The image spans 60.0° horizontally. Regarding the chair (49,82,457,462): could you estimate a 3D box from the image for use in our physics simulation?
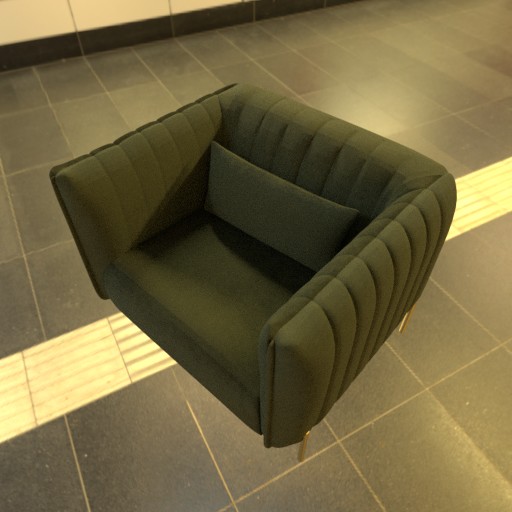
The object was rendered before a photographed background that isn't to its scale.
[{"bbox_3d":[0.000,0.000,1.602,1.032,0.794,0.877,33,55,27],"label":"chair"}]
